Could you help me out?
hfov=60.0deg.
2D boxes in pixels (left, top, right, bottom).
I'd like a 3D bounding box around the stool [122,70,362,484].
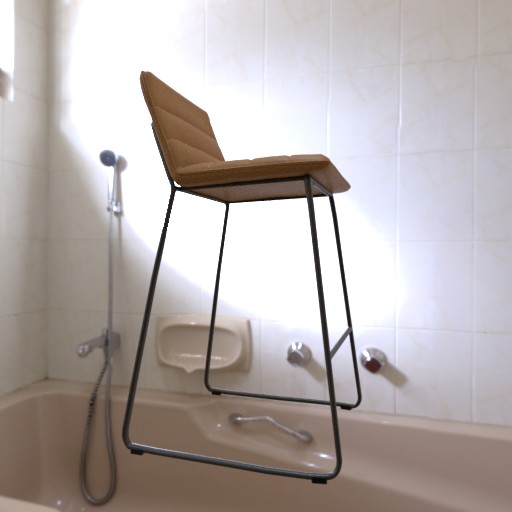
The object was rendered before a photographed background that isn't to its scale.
[{"bbox_3d":[0.000,0.000,1.204,0.524,0.936,0.489,0,0,19],"label":"stool"}]
